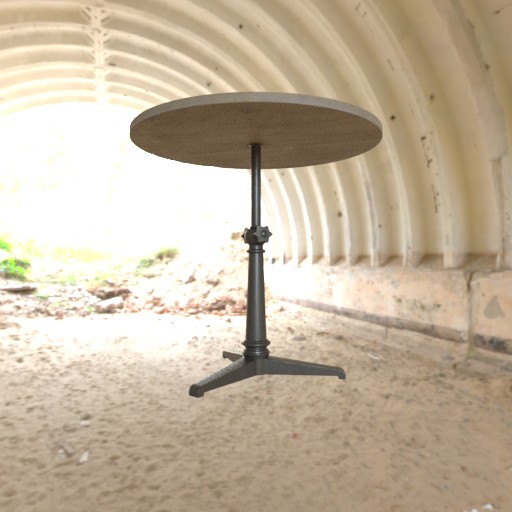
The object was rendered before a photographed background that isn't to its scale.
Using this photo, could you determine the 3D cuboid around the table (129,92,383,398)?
[{"bbox_3d":[0.000,0.000,1.454,0.800,0.780,0.800,0,0,0],"label":"table"}]
